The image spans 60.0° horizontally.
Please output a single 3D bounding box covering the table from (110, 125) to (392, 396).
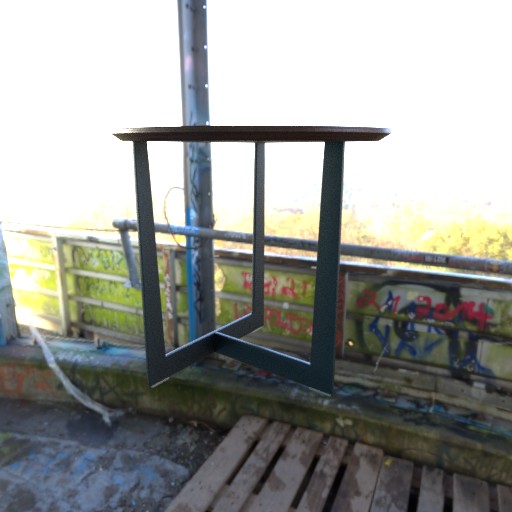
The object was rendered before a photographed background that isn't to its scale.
[{"bbox_3d":[0.000,0.000,0.874,0.494,0.476,0.477,7,16,26],"label":"table"}]
